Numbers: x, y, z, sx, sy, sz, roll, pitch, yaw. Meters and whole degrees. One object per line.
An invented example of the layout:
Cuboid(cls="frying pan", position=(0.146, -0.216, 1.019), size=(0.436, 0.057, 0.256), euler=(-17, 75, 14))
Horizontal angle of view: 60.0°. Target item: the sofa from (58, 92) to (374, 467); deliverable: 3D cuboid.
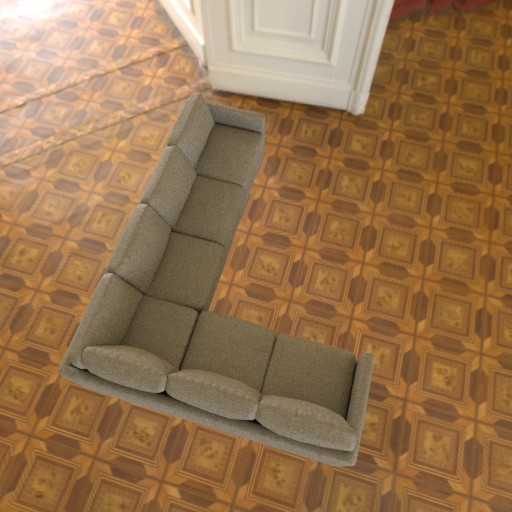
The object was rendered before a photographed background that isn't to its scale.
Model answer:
Cuboid(cls="sofa", position=(0.000, 0.000, 4.469), size=(2.593, 0.947, 3.302), euler=(15, 65, 7))
